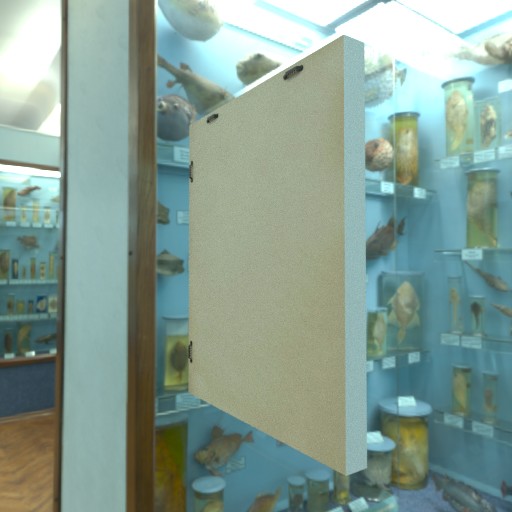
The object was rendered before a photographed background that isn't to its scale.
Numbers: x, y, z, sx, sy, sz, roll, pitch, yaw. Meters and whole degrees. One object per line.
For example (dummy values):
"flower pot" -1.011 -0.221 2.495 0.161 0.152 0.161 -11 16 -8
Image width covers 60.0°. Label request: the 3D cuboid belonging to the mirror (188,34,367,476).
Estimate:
"mirror" 0.000 0.000 0.685 0.041 0.509 0.406 1 -2 -34
